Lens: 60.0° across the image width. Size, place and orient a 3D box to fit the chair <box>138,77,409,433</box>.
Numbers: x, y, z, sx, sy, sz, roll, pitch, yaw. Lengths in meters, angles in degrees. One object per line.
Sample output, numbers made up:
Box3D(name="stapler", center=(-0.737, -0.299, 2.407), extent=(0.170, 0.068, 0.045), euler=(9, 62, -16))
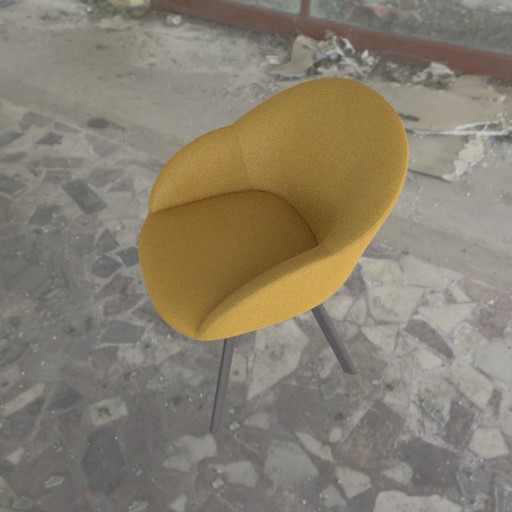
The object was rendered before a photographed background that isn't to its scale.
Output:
Box3D(name="chair", center=(0.000, 0.000, 1.169), extent=(0.583, 0.793, 0.551), euler=(-17, 48, -16))
